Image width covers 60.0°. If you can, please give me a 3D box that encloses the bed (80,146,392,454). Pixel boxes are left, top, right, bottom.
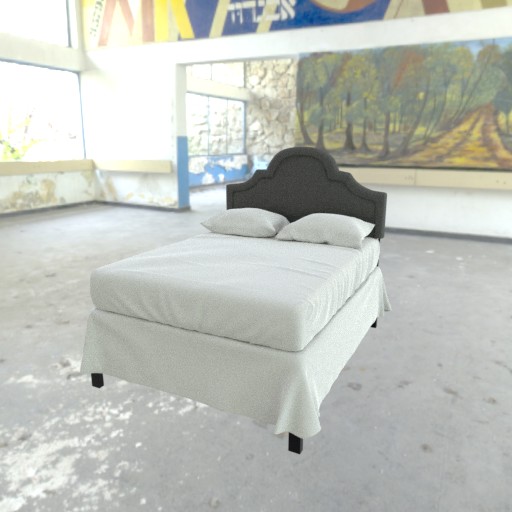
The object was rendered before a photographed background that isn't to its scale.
[{"bbox_3d":[0.000,0.000,3.447,1.780,1.634,2.222,7,16,26],"label":"bed"}]
